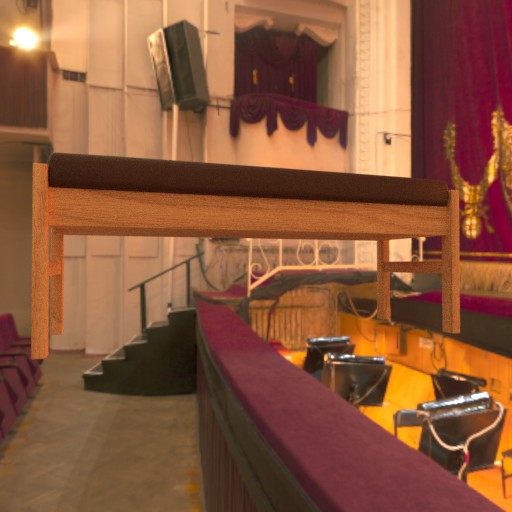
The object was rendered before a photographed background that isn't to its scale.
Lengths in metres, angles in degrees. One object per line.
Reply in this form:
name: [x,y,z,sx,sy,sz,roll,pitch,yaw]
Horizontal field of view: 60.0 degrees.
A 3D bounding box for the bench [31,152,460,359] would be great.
bench: [0.000,0.000,1.381,1.200,0.480,0.405,0,-1,-18]
